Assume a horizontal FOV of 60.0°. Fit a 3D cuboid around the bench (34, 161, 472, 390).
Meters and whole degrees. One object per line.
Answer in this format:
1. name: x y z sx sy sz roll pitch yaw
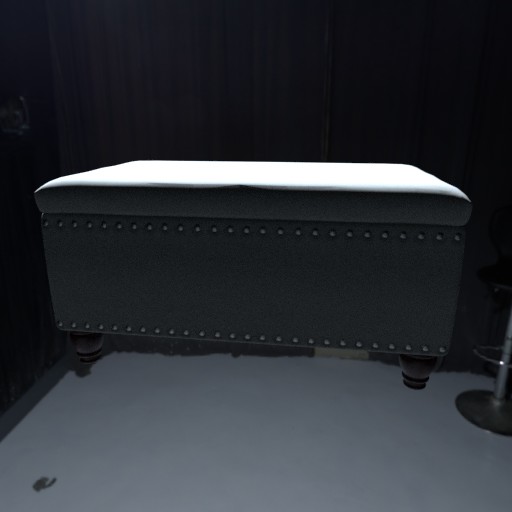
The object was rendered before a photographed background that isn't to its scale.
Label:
1. bench: 0.000 0.000 1.166 0.887 0.449 0.500 2 17 8
